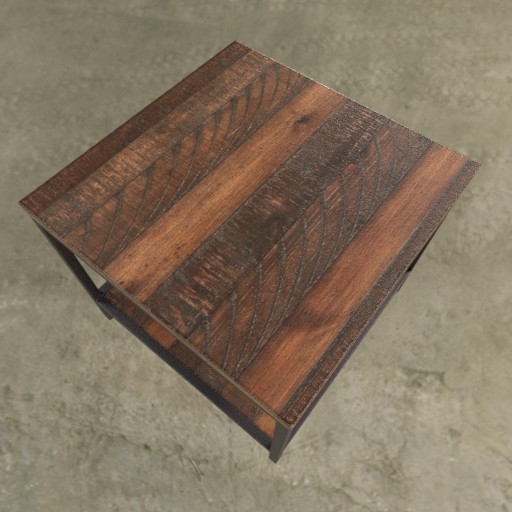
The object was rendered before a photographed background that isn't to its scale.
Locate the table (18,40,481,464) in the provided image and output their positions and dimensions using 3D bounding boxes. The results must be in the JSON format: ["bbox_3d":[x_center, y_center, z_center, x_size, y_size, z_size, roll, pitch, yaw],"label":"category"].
[{"bbox_3d":[0.000,0.000,0.947,0.553,0.482,0.548,35,65,18],"label":"table"}]
